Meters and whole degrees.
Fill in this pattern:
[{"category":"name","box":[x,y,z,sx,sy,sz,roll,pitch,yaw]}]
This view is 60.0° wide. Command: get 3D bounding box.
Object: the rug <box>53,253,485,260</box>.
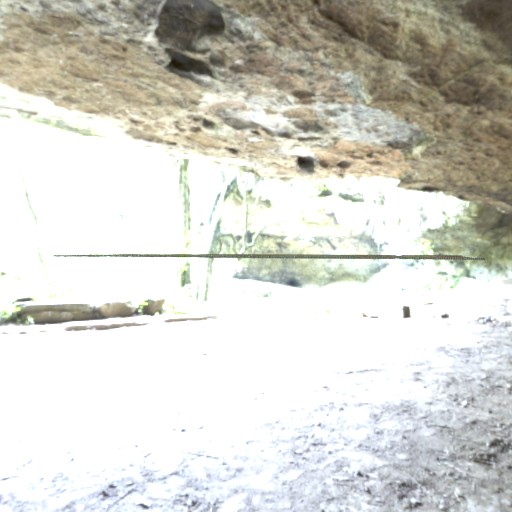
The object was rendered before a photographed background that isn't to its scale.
[{"category":"rug","box":[0.000,0.000,2.052,1.824,0.009,0.562,0,1,18]}]
